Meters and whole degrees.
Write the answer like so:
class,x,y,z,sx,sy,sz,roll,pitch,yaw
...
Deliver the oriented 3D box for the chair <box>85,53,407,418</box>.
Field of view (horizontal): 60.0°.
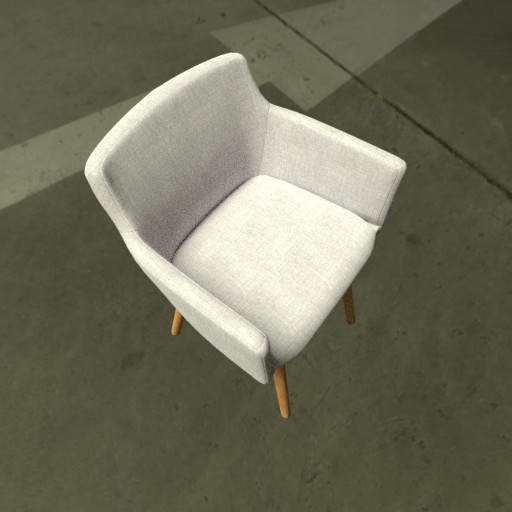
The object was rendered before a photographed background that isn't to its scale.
class,x,y,z,sx,sy,sz,roll,pitch,yaw
chair,0.000,0.000,1.150,0.540,0.780,0.570,32,63,19
